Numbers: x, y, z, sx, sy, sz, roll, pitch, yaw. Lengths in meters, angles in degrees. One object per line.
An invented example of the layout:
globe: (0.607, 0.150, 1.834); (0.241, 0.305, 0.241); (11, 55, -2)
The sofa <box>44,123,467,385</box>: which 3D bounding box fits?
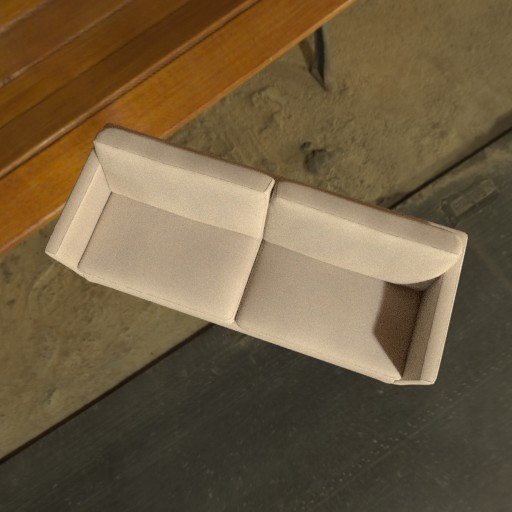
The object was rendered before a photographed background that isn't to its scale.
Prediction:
sofa: (0.000, 0.000, 2.864); (2.361, 0.968, 0.951); (18, 75, 5)
